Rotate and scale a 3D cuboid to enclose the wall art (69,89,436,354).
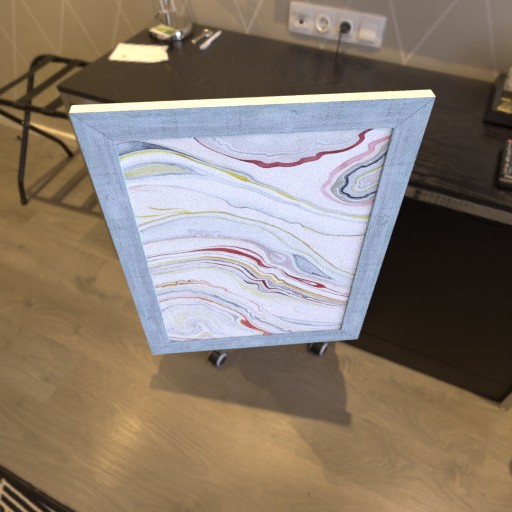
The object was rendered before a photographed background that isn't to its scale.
[{"bbox_3d":[0.000,0.000,0.814,0.481,0.613,0.020,-4,48,-3],"label":"wall art"}]
